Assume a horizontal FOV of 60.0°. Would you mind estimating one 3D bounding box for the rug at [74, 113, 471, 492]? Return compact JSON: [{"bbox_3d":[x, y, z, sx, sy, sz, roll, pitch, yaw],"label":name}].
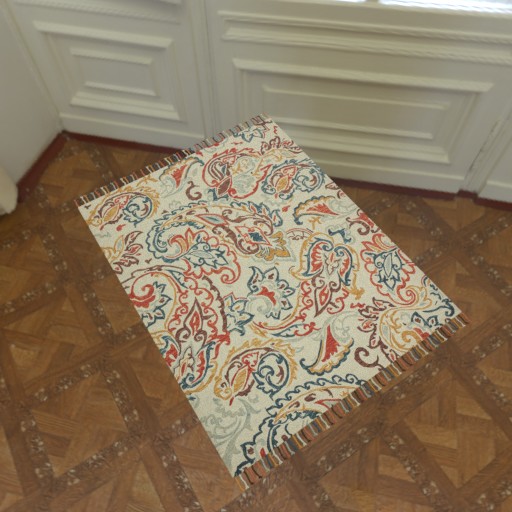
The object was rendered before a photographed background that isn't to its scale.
[{"bbox_3d":[0.000,0.000,4.313,2.439,0.015,3.274,-30,63,-17],"label":"rug"}]
